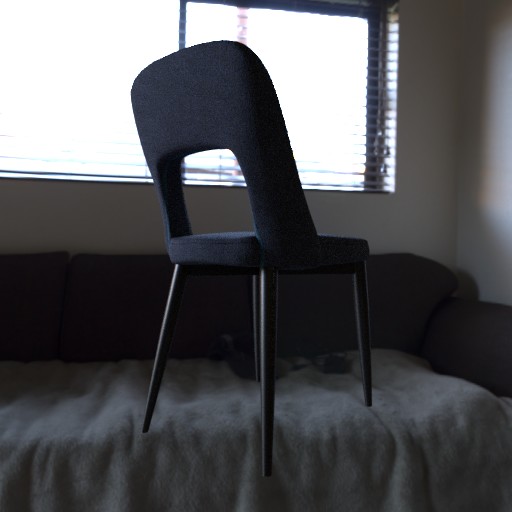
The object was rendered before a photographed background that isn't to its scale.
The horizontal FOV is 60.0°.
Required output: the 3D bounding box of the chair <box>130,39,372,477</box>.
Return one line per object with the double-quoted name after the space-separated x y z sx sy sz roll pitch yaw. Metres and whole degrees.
0.000 0.000 1.227 0.470 0.931 0.612 1 1 37 "chair"
